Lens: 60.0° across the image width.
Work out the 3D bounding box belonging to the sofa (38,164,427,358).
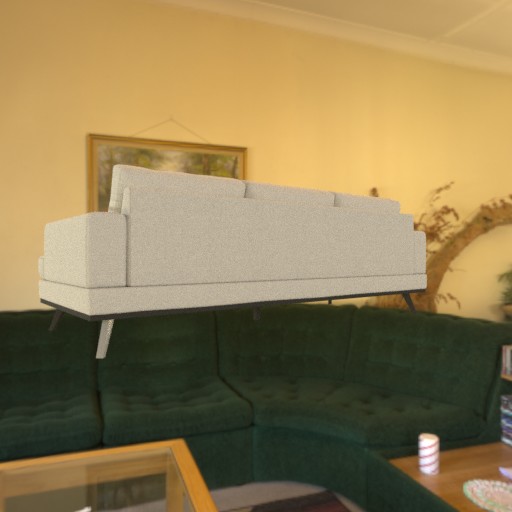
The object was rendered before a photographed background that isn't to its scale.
[{"bbox_3d":[0.000,0.000,2.748,2.310,0.810,0.920,0,0,-37],"label":"sofa"}]
